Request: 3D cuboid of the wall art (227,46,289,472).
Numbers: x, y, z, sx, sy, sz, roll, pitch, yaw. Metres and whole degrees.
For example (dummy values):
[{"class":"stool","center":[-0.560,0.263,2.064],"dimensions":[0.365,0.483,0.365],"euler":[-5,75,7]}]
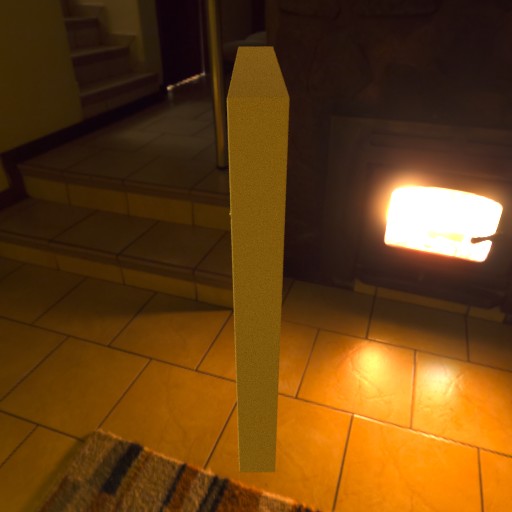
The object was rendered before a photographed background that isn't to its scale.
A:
[{"class":"wall art","center":[0.000,0.000,0.476],"dimensions":[0.039,0.381,0.252],"euler":[0,32,0]}]
